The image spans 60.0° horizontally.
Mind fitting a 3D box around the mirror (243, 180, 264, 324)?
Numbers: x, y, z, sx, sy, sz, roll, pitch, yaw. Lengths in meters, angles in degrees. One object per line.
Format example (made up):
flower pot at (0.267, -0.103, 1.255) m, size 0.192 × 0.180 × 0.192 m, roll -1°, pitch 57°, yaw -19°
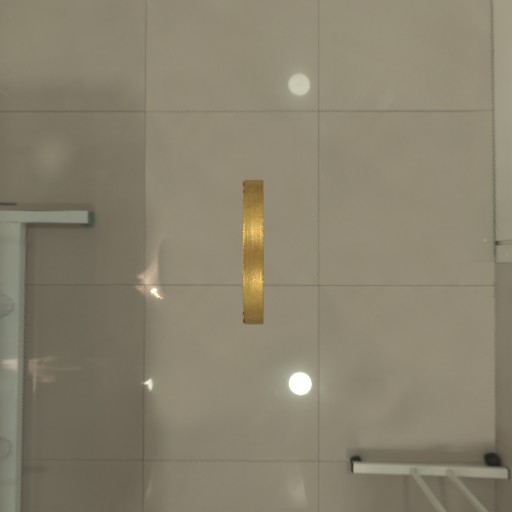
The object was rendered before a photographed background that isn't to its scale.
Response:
mirror at (0.000, 0.000, 1.080) m, size 0.032 × 0.991 × 0.222 m, roll 0°, pitch 89°, yaw 1°
